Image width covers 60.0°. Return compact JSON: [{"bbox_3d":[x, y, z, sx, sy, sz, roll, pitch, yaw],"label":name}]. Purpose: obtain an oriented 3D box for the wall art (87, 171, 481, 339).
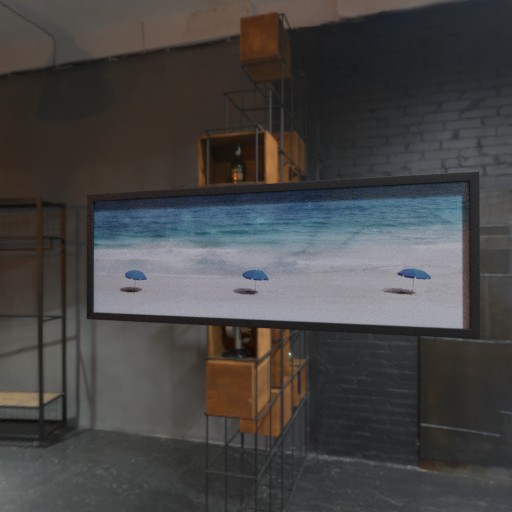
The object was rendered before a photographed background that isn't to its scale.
[{"bbox_3d":[0.000,0.000,1.731,1.572,0.554,0.041,0,-1,19],"label":"wall art"}]
